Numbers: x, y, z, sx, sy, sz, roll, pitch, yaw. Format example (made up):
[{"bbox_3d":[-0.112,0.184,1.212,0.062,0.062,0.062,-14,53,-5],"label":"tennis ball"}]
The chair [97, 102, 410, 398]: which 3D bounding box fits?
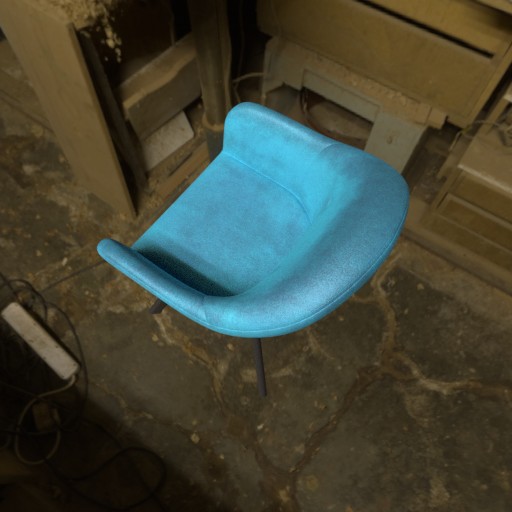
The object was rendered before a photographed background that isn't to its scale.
[{"bbox_3d":[0.000,0.000,1.155,0.570,0.780,0.540,33,69,15],"label":"chair"}]
